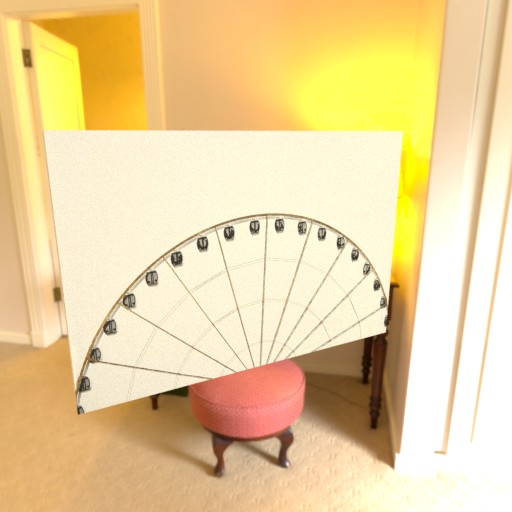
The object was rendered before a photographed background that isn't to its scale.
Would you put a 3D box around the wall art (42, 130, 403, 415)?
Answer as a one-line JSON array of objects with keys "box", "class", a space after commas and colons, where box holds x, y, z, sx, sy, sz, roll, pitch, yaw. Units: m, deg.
[{"box": [0.000, 0.000, 1.409, 1.144, 0.767, 0.038, -8, 17, -27], "class": "wall art"}]
